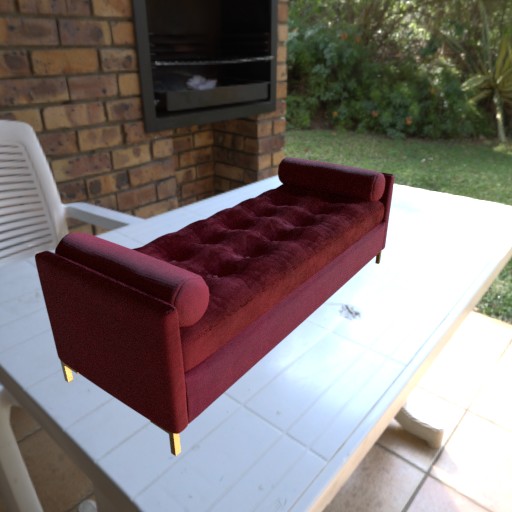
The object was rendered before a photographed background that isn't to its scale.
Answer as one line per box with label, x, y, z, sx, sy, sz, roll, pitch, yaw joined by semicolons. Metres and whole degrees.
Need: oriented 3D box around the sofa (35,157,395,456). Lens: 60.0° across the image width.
sofa;0.000;0.000;2.499;0.796;0.705;2.102;17;31;32
